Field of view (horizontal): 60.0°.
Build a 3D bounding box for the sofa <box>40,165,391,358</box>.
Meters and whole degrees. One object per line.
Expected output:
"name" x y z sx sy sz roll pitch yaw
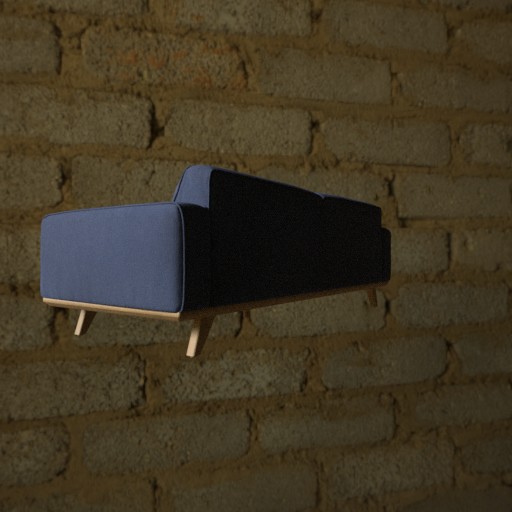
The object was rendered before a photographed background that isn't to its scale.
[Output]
"sofa" 0.000 0.000 2.754 0.953 0.782 2.270 0 1 36
